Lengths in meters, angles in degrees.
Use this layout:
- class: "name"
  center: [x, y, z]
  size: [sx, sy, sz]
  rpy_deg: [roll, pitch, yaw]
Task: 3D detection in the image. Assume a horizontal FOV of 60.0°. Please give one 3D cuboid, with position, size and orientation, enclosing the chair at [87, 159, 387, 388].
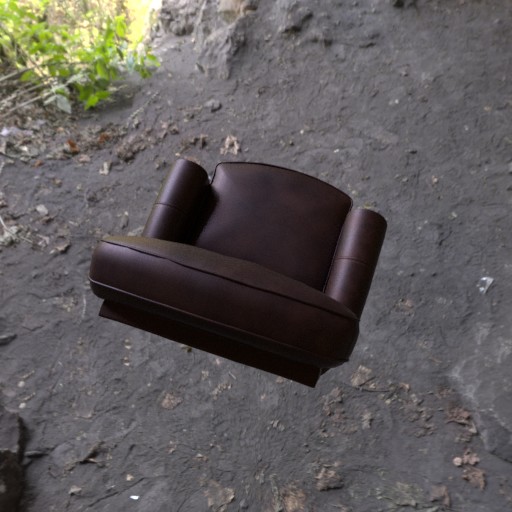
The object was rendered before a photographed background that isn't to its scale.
- class: "chair"
  center: [0.000, 0.000, 1.792]
  size: [0.936, 1.018, 0.986]
  rpy_deg: [17, 65, 8]
